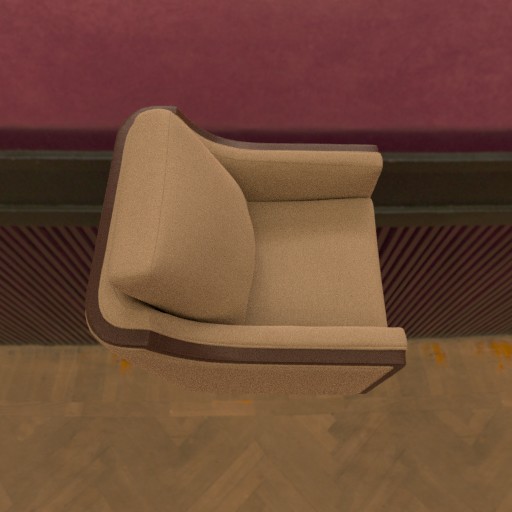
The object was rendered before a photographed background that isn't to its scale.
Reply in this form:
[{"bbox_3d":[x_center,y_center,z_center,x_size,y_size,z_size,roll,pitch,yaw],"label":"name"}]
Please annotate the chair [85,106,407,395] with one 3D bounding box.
[{"bbox_3d":[0.000,0.000,1.628,0.950,0.930,0.870,1,64,0],"label":"chair"}]
